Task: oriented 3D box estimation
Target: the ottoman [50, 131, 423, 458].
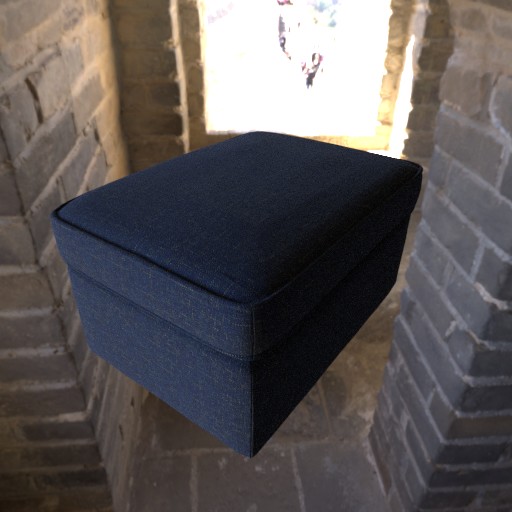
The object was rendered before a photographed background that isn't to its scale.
[{"bbox_3d":[0.000,0.000,1.093,0.549,0.450,0.749,22,38,30],"label":"ottoman"}]
